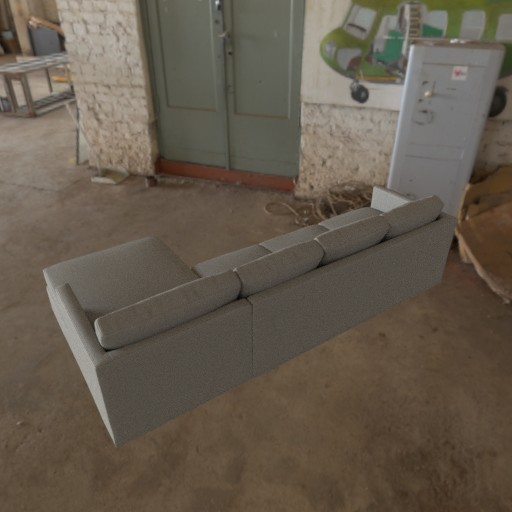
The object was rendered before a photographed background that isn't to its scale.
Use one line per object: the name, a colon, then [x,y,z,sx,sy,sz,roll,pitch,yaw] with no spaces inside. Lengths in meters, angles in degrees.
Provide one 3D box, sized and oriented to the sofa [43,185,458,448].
sofa: [0.000,0.000,3.808,3.177,0.867,1.622,-20,37,-28]
